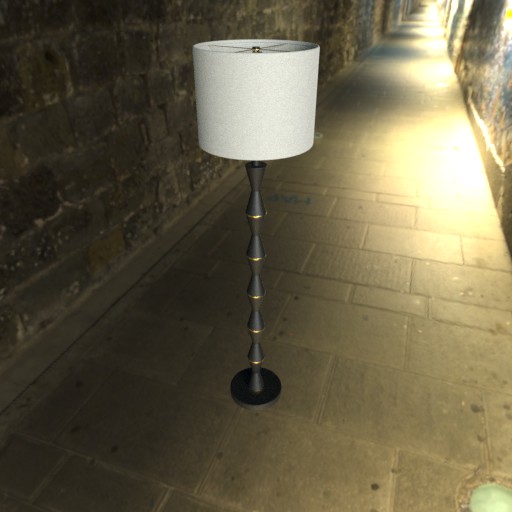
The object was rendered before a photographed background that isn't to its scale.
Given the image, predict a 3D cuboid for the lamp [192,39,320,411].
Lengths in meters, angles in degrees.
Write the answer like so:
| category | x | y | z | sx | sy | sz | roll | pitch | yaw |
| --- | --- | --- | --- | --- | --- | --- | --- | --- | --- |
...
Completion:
| category | x | y | z | sx | sy | sz | roll | pitch | yaw |
| --- | --- | --- | --- | --- | --- | --- | --- | --- | --- |
| lamp | 0.000 | 0.000 | 1.715 | 0.381 | 1.480 | 0.381 | 19 | 36 | 29 |
